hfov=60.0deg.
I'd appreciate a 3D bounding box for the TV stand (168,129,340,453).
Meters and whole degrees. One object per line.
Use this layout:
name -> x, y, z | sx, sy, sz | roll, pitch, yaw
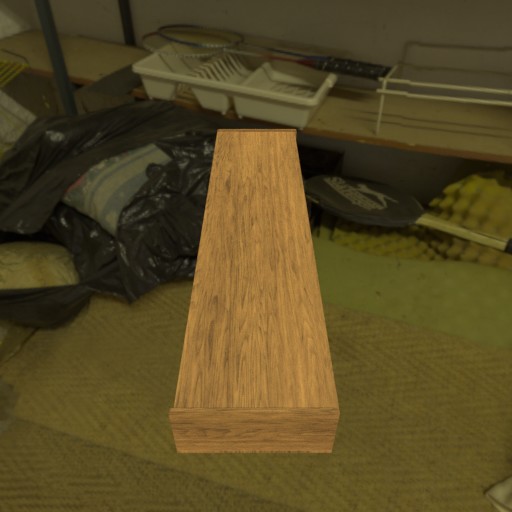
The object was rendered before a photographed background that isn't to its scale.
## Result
TV stand -> 0.000, 0.000, 1.997 | 0.467, 0.415, 1.796 | 0, 40, 0
